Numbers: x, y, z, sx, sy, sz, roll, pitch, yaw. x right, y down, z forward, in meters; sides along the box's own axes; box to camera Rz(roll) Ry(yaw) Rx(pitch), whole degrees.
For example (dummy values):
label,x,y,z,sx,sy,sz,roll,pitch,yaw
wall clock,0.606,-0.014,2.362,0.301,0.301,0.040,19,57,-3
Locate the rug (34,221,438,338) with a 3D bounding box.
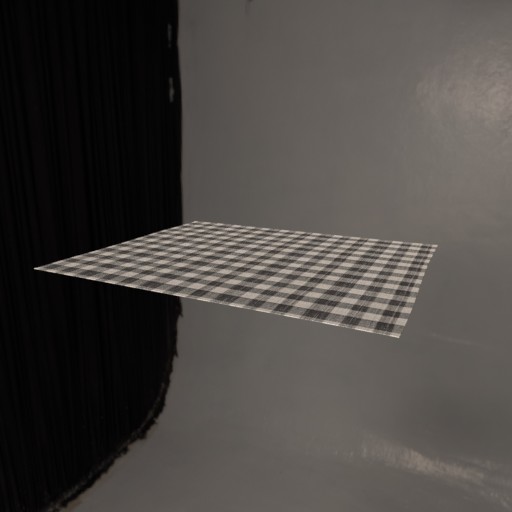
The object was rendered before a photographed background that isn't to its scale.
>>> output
label,x,y,z,sx,sy,sz,roll,pitch,yaw
rug,0.000,0.000,4.183,3.021,0.013,2.432,7,17,26
